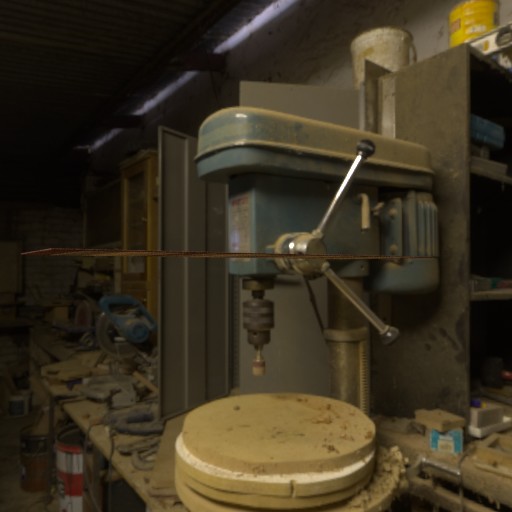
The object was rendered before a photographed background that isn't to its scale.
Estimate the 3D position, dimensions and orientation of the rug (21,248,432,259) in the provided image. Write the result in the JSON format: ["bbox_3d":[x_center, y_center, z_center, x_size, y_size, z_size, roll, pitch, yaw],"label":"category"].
[{"bbox_3d":[0.000,0.000,2.689,2.437,0.006,0.792,1,-2,-35],"label":"rug"}]
